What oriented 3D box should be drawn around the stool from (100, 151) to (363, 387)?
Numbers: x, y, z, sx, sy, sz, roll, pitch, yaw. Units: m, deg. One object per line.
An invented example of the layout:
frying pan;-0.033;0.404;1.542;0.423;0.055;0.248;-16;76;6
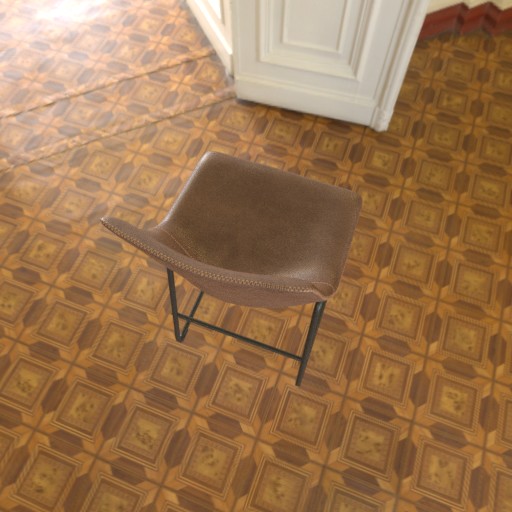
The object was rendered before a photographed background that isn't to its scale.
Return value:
stool;0.000;0.000;1.206;0.460;0.890;0.550;18;64;9
